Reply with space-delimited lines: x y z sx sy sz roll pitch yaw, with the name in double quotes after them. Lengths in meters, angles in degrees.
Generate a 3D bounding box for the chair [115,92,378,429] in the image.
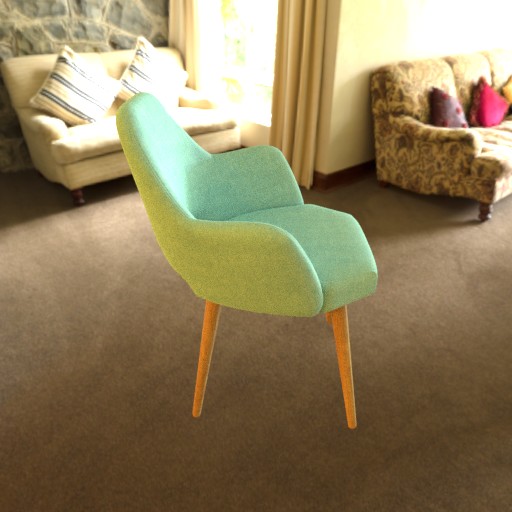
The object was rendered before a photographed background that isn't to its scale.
0.000 0.000 1.228 0.610 0.840 0.590 0 31 0 "chair"
